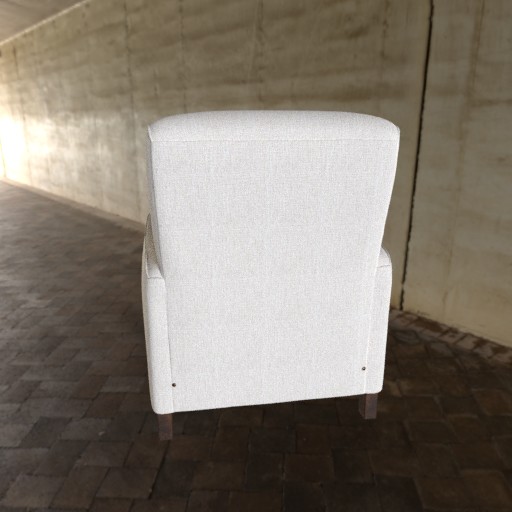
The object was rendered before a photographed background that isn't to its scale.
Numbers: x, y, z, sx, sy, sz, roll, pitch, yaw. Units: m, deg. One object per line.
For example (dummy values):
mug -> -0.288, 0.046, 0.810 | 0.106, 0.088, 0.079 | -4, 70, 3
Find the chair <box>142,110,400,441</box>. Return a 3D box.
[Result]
chair -> 0.000, 0.000, 1.678 | 0.841, 1.028, 0.858 | -3, 17, -9
